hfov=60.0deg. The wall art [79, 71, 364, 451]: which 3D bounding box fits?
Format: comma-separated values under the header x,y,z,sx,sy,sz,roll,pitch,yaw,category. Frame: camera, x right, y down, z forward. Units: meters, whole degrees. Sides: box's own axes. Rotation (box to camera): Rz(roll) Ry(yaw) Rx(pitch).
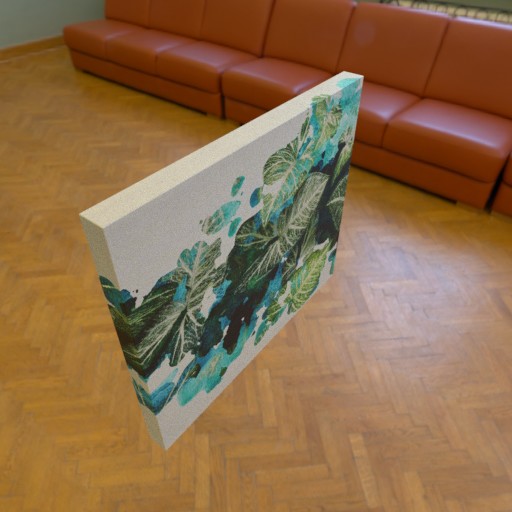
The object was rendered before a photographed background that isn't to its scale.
x,y,z,sx,sy,sz,roll,pitch,yaw,category
0.000,0.000,0.707,0.041,0.435,0.507,27,48,28,wall art
